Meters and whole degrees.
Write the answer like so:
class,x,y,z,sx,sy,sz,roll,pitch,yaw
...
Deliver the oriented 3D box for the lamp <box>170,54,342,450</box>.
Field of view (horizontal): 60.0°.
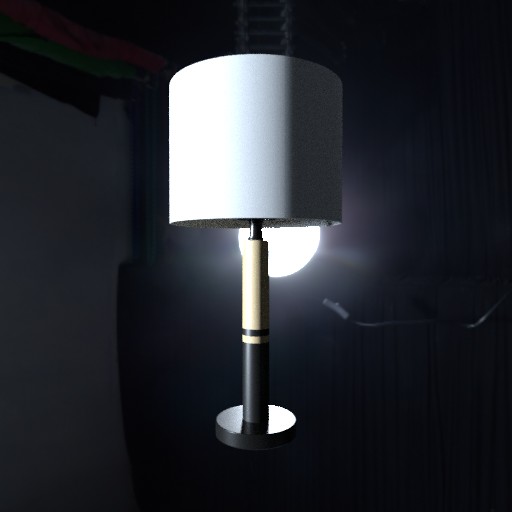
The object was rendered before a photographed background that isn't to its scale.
class,x,y,z,sx,sy,sz,roll,pitch,yaw
lamp,0.000,0.000,0.799,0.305,0.640,0.305,0,1,36
